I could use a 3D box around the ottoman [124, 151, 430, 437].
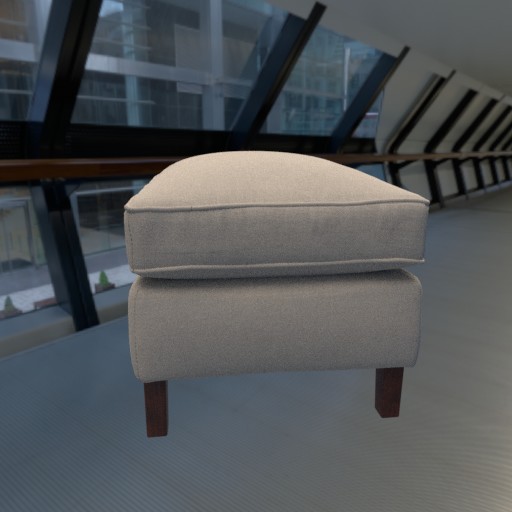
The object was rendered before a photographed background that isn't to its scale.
[{"bbox_3d":[0.000,0.000,0.991,0.501,0.456,0.665,-2,15,-7],"label":"ottoman"}]
